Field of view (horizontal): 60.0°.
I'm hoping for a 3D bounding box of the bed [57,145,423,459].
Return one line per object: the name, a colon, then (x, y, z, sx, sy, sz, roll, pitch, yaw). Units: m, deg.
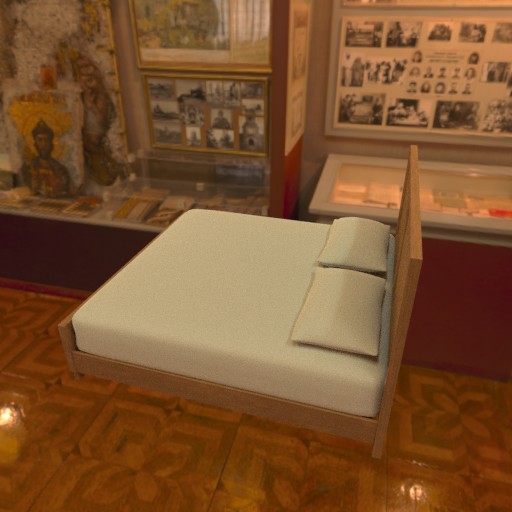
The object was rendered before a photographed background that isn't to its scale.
bed: (0.000, 0.000, 3.454, 2.184, 1.387, 2.003, 8, 30, 15)
